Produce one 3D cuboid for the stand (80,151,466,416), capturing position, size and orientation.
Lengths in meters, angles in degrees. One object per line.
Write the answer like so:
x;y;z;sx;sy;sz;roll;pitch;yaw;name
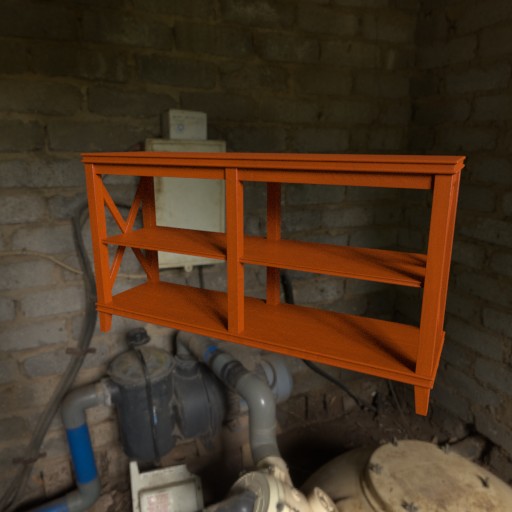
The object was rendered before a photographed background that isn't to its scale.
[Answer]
0.000;0.000;1.710;1.372;0.762;0.381;7;16;26;stand
